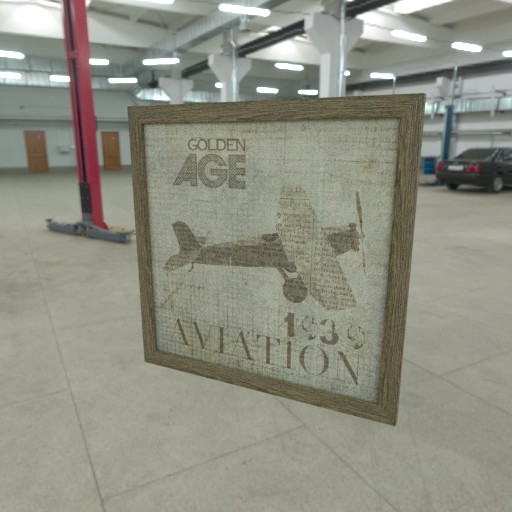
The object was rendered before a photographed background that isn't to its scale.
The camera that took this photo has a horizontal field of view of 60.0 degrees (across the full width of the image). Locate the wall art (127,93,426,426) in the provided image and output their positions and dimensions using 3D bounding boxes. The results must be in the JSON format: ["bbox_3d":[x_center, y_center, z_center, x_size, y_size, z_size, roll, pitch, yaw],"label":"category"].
[{"bbox_3d":[0.000,0.000,0.767,0.508,0.508,0.019,7,16,25],"label":"wall art"}]
